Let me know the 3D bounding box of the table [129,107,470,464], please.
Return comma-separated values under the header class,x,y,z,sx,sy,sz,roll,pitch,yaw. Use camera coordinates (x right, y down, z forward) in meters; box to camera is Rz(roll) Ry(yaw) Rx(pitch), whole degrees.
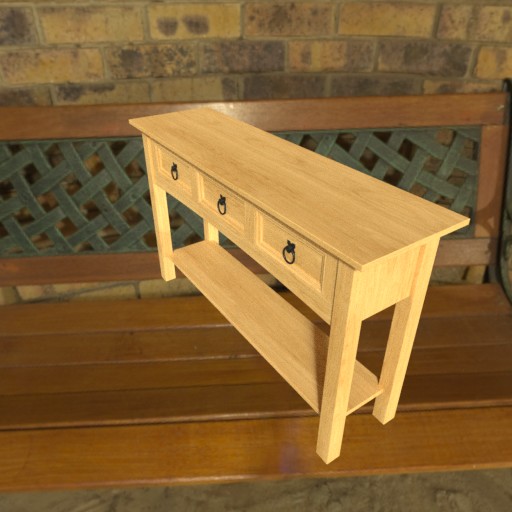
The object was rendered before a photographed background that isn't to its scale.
class,x,y,z,sx,sy,sz,roll,pitch,yaw
table,0.000,0.000,1.564,0.350,0.730,1.240,-20,37,-28
